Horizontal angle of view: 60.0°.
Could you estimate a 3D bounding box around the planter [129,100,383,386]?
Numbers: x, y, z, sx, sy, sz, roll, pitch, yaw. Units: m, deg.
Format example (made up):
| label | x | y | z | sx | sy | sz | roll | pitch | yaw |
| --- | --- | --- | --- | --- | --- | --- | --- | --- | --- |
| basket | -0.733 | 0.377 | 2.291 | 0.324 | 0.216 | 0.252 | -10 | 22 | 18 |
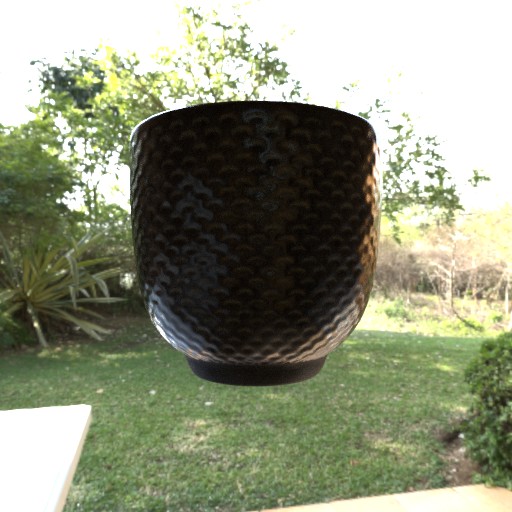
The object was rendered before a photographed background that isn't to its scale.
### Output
| label | x | y | z | sx | sy | sz | roll | pitch | yaw |
| --- | --- | --- | --- | --- | --- | --- | --- | --- | --- |
| planter | 0.000 | 0.000 | 0.312 | 0.172 | 0.160 | 0.172 | 0 | -1 | 0 |
